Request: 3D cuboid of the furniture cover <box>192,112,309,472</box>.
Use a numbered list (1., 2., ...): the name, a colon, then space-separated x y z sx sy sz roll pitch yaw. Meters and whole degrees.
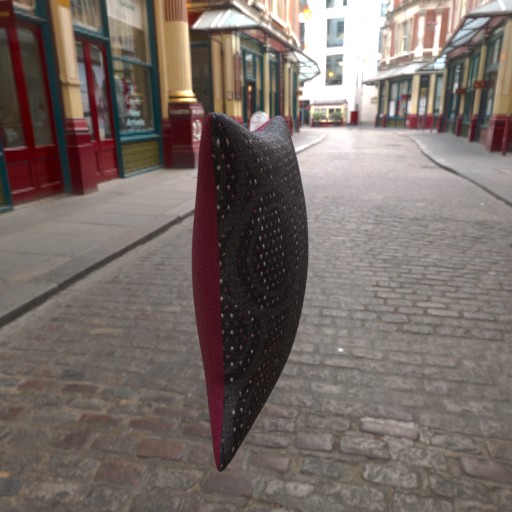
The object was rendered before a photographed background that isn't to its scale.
1. furniture cover: 0.000 0.000 0.837 0.193 0.509 0.552 3 17 11
